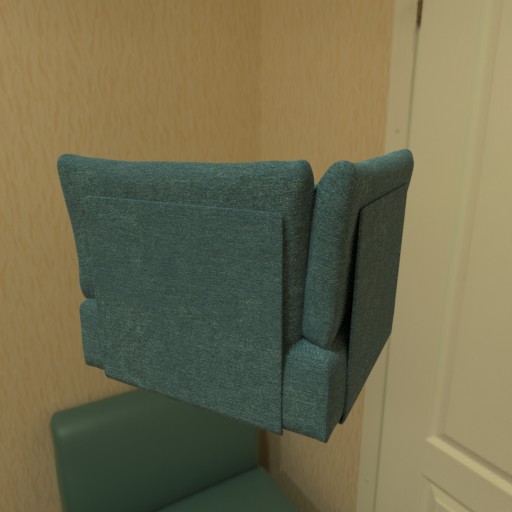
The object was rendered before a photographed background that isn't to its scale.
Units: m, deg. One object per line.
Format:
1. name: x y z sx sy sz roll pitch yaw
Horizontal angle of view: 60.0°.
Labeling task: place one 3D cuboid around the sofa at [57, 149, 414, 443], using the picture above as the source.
1. sofa: 0.000 0.000 1.761 1.000 0.820 1.000 8 18 26
